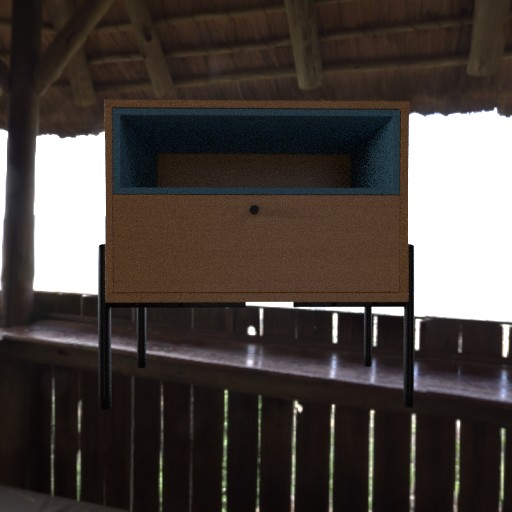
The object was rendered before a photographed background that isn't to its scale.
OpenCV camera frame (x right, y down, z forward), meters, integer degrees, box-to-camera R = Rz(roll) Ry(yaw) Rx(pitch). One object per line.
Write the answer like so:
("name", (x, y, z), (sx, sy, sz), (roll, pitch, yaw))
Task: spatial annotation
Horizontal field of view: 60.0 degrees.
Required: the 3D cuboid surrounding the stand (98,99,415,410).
("stand", (0.000, 0.000, 1.023), (0.630, 0.600, 0.400), (0, 1, -1))
